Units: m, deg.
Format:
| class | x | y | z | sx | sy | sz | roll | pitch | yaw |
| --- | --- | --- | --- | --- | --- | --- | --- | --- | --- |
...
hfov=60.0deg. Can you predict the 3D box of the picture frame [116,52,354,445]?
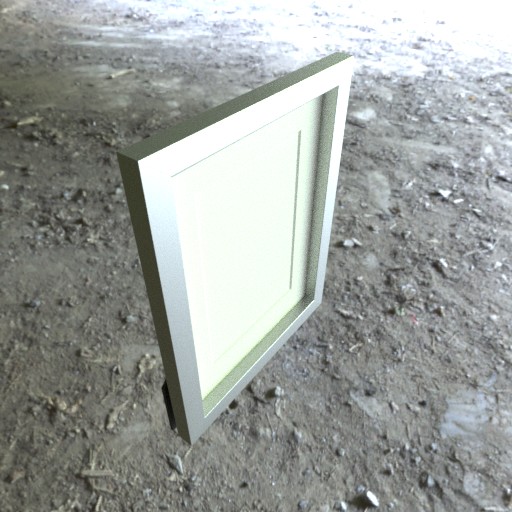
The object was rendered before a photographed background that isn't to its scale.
| class | x | y | z | sx | sy | sz | roll | pitch | yaw |
| --- | --- | --- | --- | --- | --- | --- | --- | --- | --- |
| picture frame | 0.000 | 0.000 | 0.523 | 0.036 | 0.386 | 0.307 | 26 | 46 | 28 |
